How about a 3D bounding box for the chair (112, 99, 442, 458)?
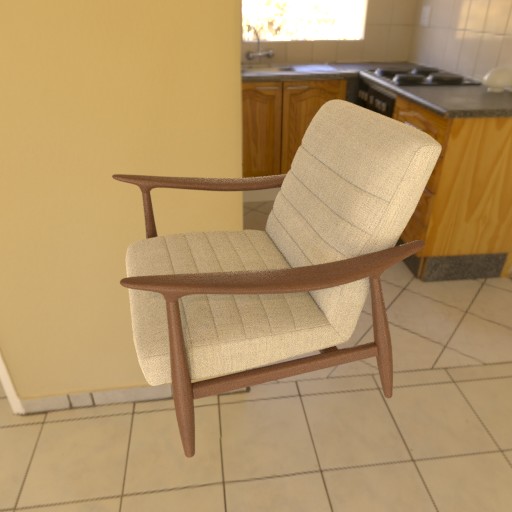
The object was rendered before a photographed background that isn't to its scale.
[{"bbox_3d":[0.000,0.000,1.392,0.798,0.832,0.741,-9,31,-15],"label":"chair"}]
